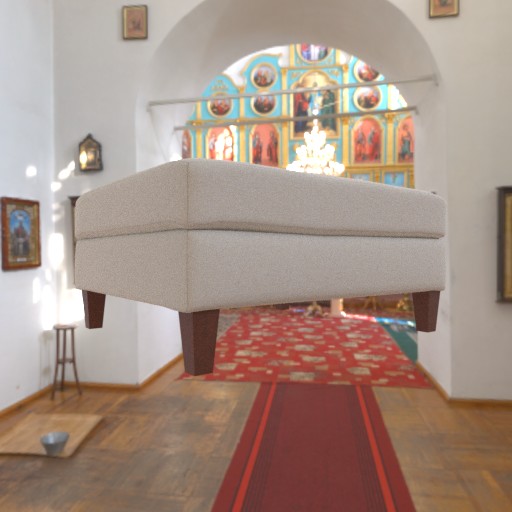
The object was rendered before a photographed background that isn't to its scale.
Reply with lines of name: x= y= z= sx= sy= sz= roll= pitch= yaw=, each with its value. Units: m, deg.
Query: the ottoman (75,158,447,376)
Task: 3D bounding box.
ottoman: x=0.000 y=0.000 z=1.485 sx=0.976 sy=0.492 sz=0.836 roll=0 pitch=0 yaw=-37
